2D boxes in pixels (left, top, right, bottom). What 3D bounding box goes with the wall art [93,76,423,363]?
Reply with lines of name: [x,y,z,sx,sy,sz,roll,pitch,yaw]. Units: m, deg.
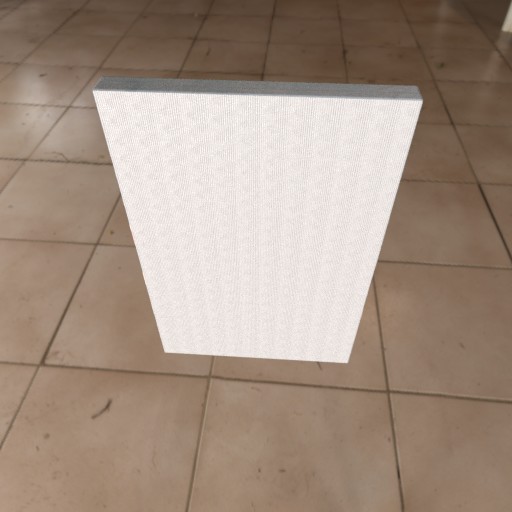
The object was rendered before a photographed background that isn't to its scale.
wall art: [0.000,0.000,1.158,0.609,0.911,0.061,3,46,3]
